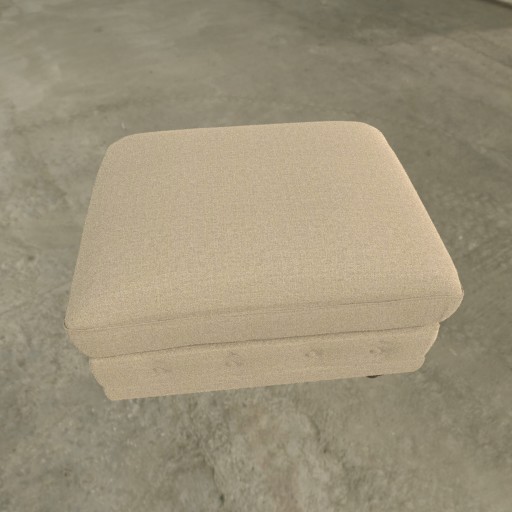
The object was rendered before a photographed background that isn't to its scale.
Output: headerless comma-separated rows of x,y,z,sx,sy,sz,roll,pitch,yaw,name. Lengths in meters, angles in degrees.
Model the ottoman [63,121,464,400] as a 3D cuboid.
0.000,0.000,1.010,0.684,0.463,0.541,-4,47,-4,ottoman
